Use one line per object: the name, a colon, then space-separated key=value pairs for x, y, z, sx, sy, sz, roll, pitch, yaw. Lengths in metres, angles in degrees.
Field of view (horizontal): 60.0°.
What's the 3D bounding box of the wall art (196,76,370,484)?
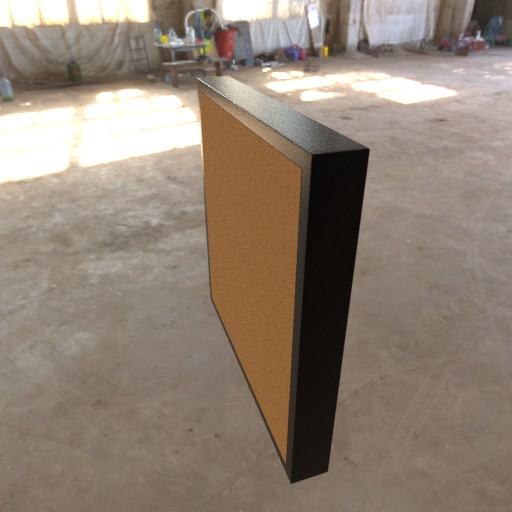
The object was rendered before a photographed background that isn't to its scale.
wall art: x=0.000 y=0.000 z=0.447 sx=0.037 sy=0.299 sz=0.299 roll=-10 pitch=31 yaw=-16
